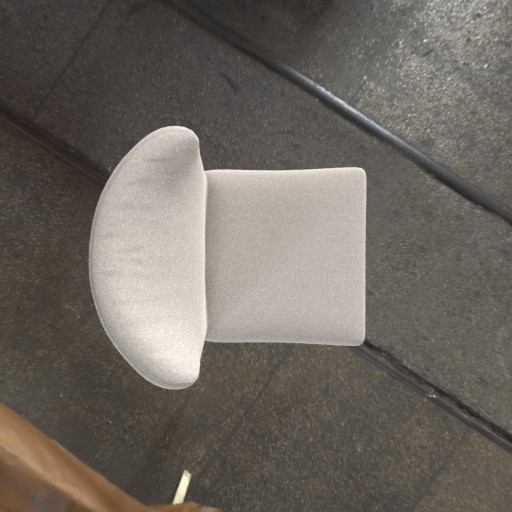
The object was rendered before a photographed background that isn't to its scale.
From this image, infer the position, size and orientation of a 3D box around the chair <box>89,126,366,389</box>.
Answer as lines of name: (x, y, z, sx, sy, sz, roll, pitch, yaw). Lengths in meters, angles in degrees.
chair: (0.000, 0.000, 1.187, 0.592, 0.839, 0.491, 0, 91, 0)
